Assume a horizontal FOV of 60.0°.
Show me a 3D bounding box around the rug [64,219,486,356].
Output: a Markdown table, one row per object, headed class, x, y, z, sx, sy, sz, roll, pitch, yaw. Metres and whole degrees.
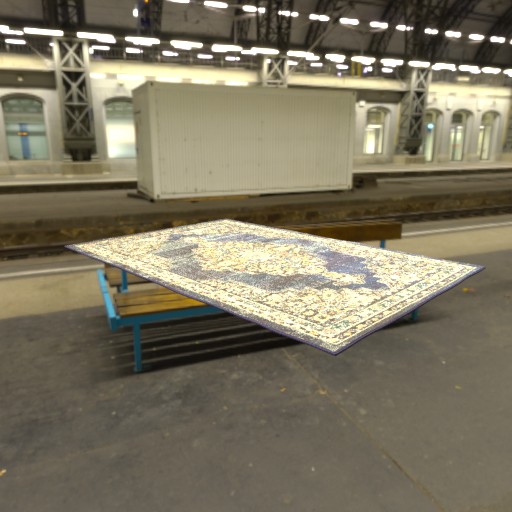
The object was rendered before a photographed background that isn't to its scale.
| class | x | y | z | sx | sy | sz | roll | pitch | yaw |
| --- | --- | --- | --- | --- | --- | --- | --- | --- | --- |
| rug | 0.000 | 0.000 | 2.213 | 1.781 | 0.012 | 1.184 | 14 | 21 | 43 |
